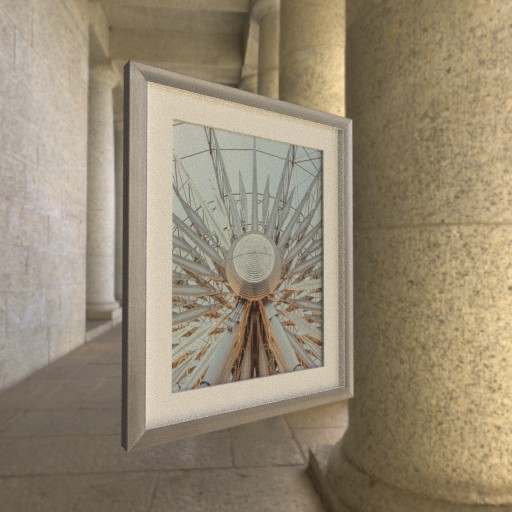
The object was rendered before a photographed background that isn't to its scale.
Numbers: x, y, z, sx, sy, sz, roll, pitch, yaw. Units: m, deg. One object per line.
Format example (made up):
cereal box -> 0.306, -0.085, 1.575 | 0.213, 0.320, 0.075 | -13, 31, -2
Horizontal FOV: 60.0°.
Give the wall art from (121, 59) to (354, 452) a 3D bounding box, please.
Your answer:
wall art -> 0.000, 0.000, 0.770 | 0.458, 0.558, 0.029 | 1, -2, -35
